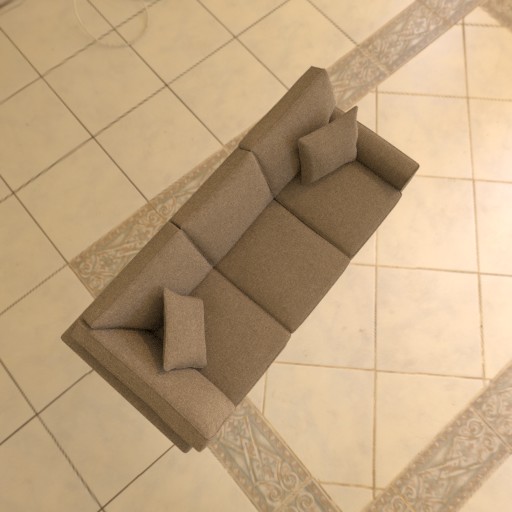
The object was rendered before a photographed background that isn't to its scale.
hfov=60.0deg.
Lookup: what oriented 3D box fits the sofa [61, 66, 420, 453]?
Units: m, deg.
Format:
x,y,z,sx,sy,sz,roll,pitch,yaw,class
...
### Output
x,y,z,sx,sy,sz,roll,pitch,yaw,class
0.000,0.000,2.955,1.061,0.962,2.317,39,78,10,sofa
